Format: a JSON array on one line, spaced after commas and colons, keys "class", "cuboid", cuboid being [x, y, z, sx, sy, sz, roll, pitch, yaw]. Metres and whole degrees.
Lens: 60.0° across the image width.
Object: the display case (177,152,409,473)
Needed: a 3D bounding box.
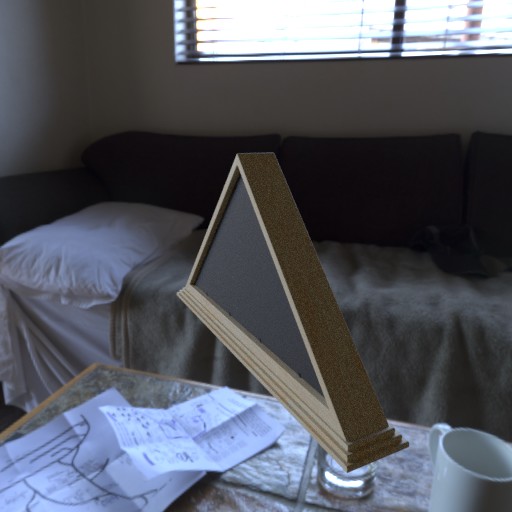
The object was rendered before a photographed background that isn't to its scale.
[{"class": "display case", "cuboid": [0.000, 0.000, 0.752, 0.095, 0.340, 0.640, -8, 17, -26]}]
